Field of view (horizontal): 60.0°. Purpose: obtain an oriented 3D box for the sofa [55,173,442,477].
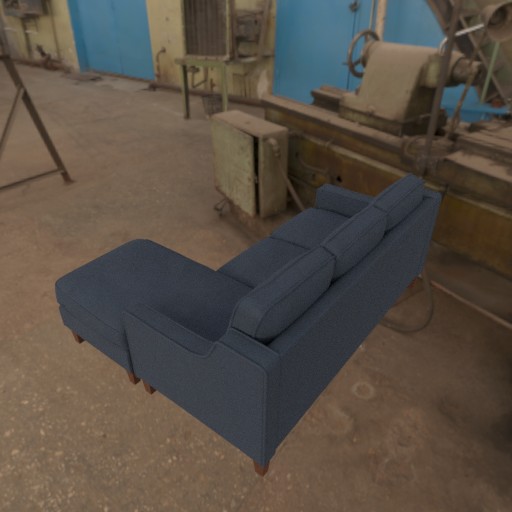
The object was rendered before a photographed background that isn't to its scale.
[{"bbox_3d":[0.000,0.000,3.320,1.858,1.066,2.317,23,39,31],"label":"sofa"}]
